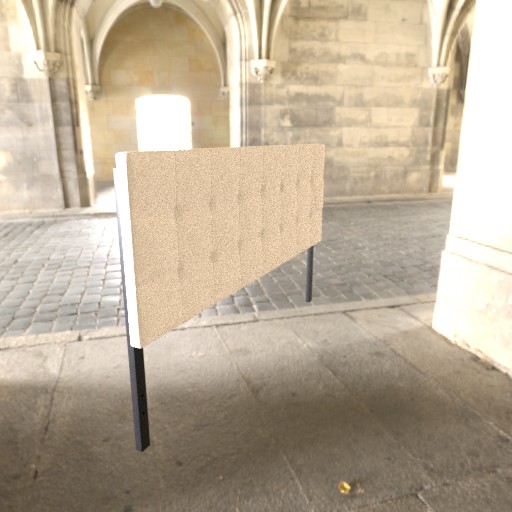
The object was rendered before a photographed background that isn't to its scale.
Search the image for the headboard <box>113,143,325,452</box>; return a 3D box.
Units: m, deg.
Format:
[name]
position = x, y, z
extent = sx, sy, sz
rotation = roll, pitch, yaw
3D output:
[headboard]
position = 0.000, 0.000, 2.930
extent = 0.120, 1.410, 2.362
rotation = 8, 17, 26
